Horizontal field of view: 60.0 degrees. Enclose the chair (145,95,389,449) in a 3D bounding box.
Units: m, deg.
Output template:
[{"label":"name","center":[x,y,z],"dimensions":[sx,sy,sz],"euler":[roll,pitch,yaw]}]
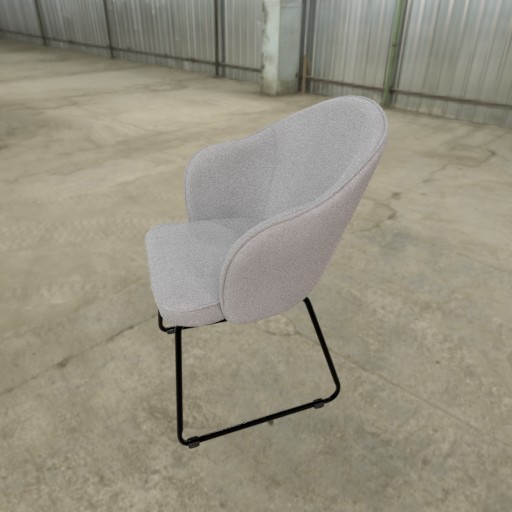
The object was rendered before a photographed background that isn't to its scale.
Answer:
[{"label":"chair","center":[0.000,0.000,1.239],"dimensions":[0.592,0.817,0.570],"euler":[-9,32,-15]}]
